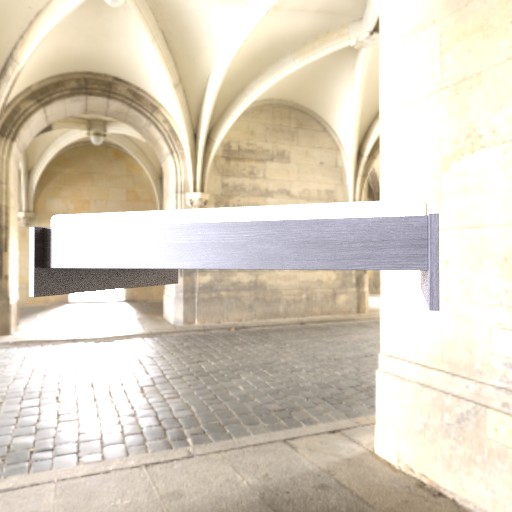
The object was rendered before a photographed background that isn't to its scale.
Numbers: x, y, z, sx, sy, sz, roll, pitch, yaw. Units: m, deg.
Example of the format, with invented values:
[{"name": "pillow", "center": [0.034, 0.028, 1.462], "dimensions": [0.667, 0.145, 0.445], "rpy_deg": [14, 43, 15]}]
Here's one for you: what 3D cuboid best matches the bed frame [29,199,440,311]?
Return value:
[{"name": "bed frame", "center": [0.000, 0.000, 2.659], "dimensions": [1.950, 0.432, 1.490], "rpy_deg": [0, -1, 19]}]
